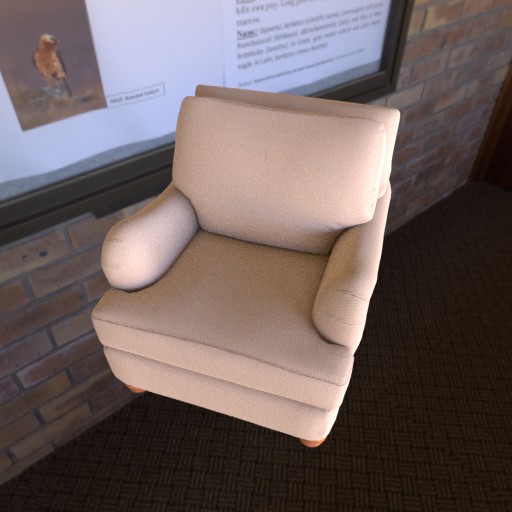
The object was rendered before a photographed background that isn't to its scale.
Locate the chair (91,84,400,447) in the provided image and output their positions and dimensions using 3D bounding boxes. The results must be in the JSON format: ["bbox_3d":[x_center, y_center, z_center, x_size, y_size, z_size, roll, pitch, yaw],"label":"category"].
[{"bbox_3d":[0.000,0.000,1.808,0.955,1.038,1.070,12,43,14],"label":"chair"}]
